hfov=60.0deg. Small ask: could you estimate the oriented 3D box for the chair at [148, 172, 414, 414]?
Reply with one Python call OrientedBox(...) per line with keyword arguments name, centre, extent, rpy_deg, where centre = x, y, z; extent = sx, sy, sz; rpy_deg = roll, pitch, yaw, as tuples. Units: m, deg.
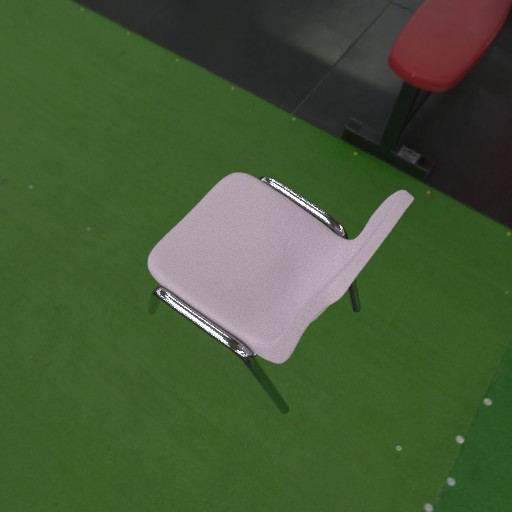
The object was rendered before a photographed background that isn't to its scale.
OrientedBox(name="chair", centre=(0.000, 0.000, 0.859), extent=(0.423, 0.586, 0.354), rpy_deg=(35, 68, 16))
